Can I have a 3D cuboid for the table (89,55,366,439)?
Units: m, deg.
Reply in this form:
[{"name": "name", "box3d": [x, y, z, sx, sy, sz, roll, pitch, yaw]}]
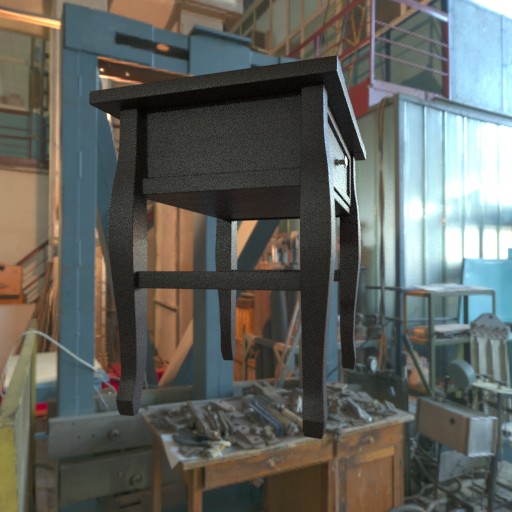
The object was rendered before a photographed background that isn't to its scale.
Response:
[{"name": "table", "box3d": [0.000, 0.000, 1.033, 0.460, 0.605, 0.602, 0, -1, 18]}]
